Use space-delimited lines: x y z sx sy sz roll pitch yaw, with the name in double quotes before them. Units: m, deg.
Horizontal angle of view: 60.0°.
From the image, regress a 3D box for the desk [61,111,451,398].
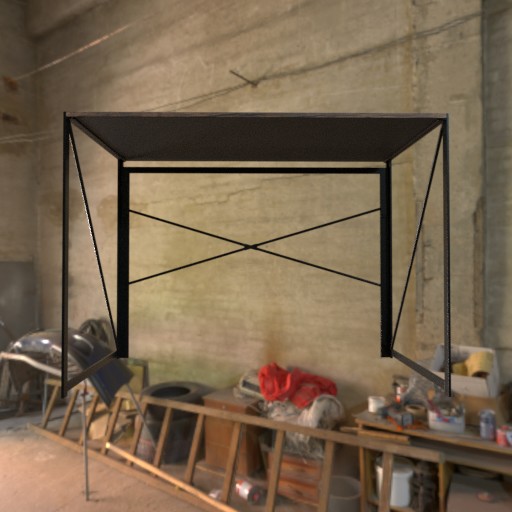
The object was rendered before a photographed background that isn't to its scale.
"desk" 0.000 0.000 1.410 1.015 0.747 0.505 0 -1 -1
